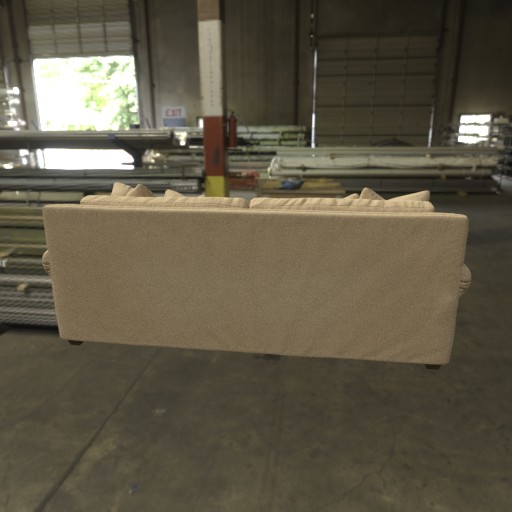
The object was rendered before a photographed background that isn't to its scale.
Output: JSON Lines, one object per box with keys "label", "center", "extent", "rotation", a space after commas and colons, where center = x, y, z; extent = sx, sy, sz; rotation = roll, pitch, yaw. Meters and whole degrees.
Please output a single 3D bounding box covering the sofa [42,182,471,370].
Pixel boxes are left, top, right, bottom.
{"label": "sofa", "center": [0.000, 0.000, 2.798], "extent": [2.285, 0.904, 1.067], "rotation": [2, 16, 8]}
